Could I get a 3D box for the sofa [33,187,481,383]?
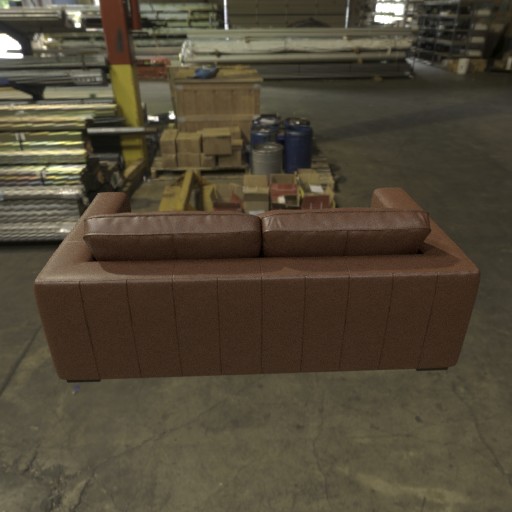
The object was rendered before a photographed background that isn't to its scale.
[{"bbox_3d":[0.000,0.000,2.396,1.920,0.800,1.070,-1,29,-2],"label":"sofa"}]
